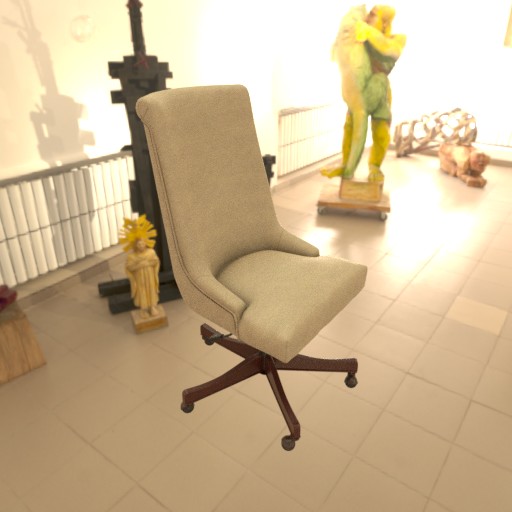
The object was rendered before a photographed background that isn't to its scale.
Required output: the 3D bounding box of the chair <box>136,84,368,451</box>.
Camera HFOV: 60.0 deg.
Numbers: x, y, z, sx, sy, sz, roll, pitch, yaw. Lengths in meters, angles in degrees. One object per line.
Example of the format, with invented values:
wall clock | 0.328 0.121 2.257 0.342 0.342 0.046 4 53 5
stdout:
chair | 0.000 0.000 1.475 0.696 1.010 0.645 19 32 32
